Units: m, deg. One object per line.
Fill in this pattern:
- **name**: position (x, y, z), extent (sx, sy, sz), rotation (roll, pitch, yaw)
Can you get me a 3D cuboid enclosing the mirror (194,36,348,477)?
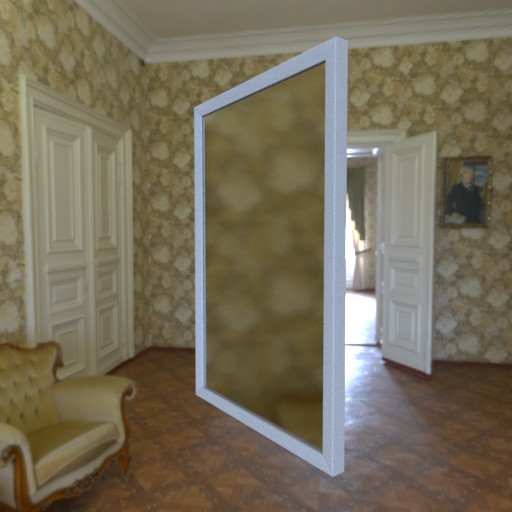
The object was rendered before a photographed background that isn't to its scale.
- **mirror**: position (0.000, 0.000, 1.177), extent (0.040, 0.915, 0.609), rotation (-2, 3, -36)
